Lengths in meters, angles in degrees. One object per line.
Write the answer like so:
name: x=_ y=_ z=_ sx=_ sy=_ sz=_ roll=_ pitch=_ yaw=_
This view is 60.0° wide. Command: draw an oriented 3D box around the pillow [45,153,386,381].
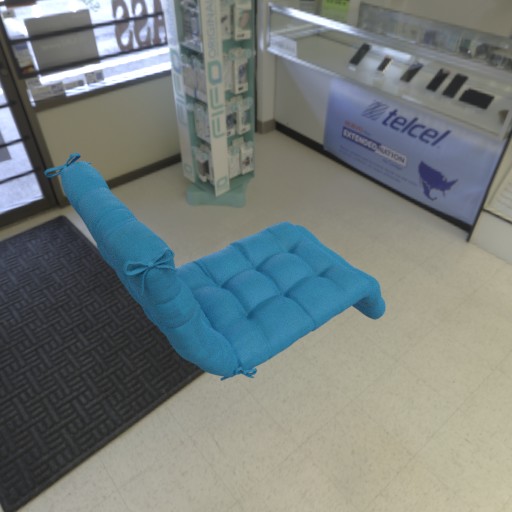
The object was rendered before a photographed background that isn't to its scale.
pillow: x=0.000 y=0.000 z=1.498 sx=1.016 sy=0.863 sz=0.526 roll=-27 pitch=48 yaw=-27
